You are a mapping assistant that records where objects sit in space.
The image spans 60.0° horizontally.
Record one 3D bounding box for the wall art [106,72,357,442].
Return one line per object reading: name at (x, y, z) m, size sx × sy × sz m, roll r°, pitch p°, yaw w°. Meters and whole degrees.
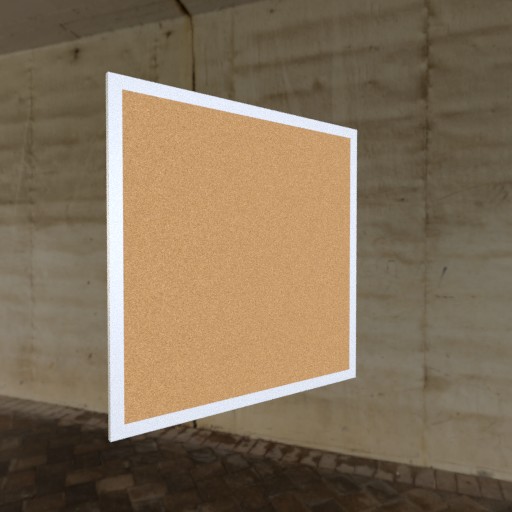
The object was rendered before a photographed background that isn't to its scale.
wall art at (0.000, 0.000, 1.219) m, size 0.812 × 0.813 × 0.013 m, roll -1°, pitch 2°, yaw -37°
